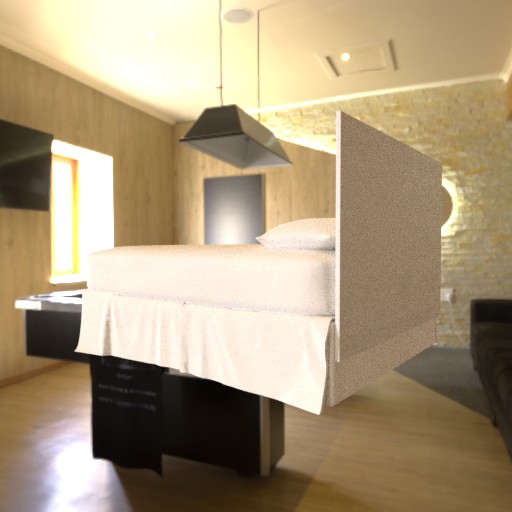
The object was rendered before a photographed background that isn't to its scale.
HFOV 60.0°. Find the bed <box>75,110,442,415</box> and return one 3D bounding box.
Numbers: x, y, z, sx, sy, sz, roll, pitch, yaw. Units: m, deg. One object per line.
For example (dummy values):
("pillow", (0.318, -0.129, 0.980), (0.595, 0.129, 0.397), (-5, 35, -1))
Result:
("bed", (0.000, 0.000, 3.184), (2.094, 1.335, 1.745), (1, 2, 37))
